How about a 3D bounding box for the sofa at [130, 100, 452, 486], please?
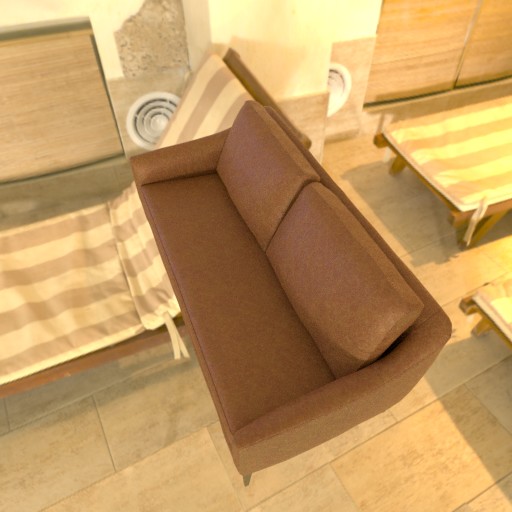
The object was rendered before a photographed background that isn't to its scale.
[{"bbox_3d":[0.000,0.000,2.495,0.981,0.945,2.036,-17,50,-15],"label":"sofa"}]
